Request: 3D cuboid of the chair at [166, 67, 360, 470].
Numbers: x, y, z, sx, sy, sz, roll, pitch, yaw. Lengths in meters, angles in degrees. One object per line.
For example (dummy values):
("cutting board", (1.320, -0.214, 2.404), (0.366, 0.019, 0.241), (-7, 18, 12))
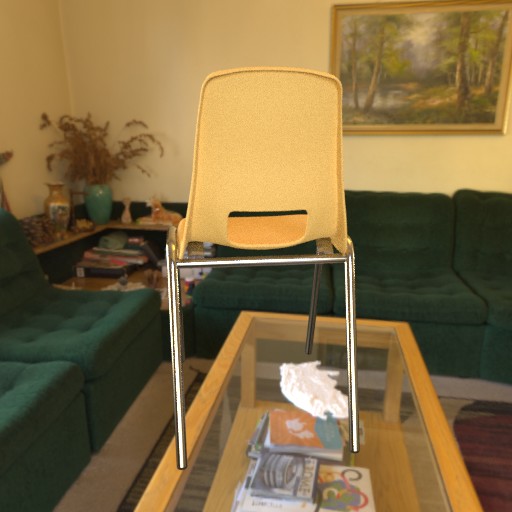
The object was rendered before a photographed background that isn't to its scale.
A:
("chair", (0.000, 0.000, 0.961), (0.381, 0.704, 0.436), (-2, 15, -7))
